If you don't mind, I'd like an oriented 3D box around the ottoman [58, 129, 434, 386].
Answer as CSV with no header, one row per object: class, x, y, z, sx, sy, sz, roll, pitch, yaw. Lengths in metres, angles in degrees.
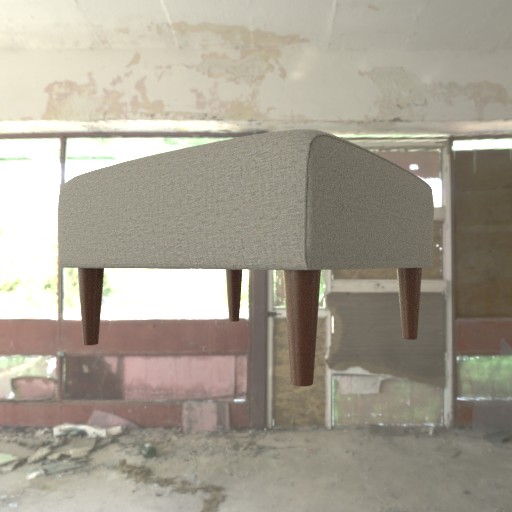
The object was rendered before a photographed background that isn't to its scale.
ottoman,0.000,0.000,1.039,0.655,0.399,0.648,-1,-1,37
